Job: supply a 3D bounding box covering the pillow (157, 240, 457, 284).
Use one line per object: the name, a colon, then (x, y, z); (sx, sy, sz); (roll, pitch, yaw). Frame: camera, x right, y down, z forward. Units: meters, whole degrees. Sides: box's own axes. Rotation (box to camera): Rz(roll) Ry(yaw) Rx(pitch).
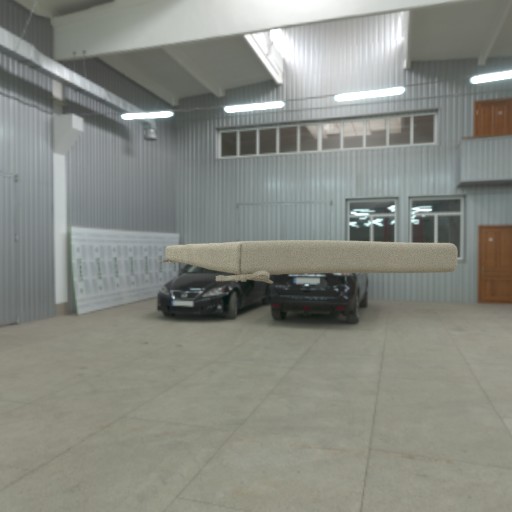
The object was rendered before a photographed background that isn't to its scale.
pillow: (0.000, 0.000, 1.348); (0.492, 0.081, 1.187); (0, 1, -18)
